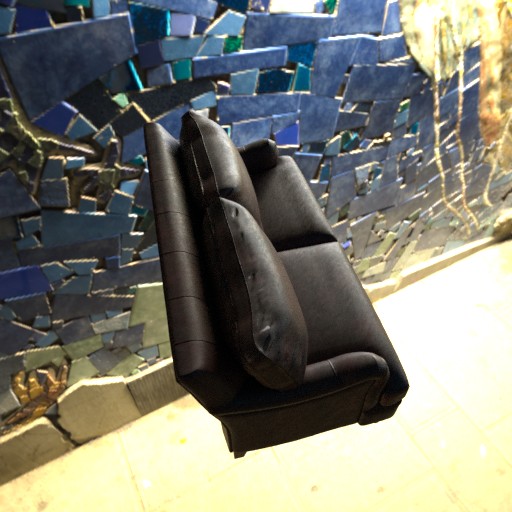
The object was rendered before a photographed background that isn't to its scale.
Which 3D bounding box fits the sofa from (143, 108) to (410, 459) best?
[{"bbox_3d":[0.000,0.000,2.826,1.147,1.071,2.144,-10,47,-9],"label":"sofa"}]
